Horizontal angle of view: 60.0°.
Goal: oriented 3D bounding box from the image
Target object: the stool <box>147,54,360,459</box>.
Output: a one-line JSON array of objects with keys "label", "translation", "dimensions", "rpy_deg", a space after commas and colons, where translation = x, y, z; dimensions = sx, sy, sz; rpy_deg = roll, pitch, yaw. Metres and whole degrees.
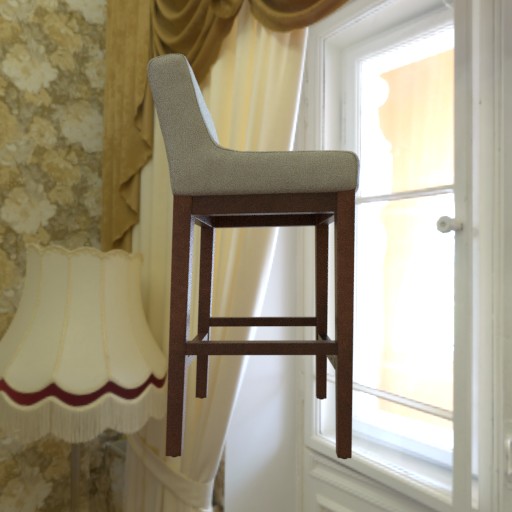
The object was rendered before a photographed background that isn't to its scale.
[{"label": "stool", "translation": [0.000, 0.000, 1.247], "dimensions": [0.500, 0.937, 0.511], "rpy_deg": [0, 0, 1]}]
